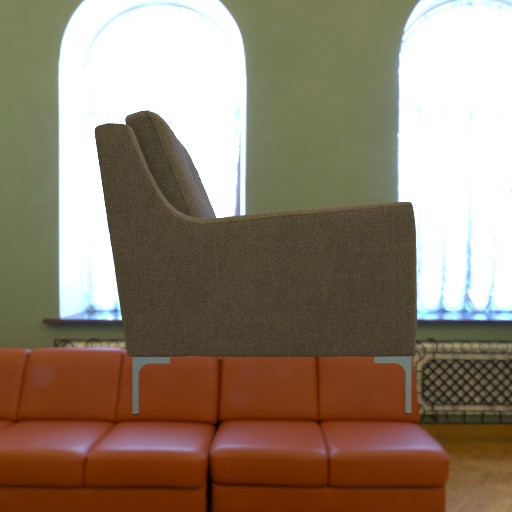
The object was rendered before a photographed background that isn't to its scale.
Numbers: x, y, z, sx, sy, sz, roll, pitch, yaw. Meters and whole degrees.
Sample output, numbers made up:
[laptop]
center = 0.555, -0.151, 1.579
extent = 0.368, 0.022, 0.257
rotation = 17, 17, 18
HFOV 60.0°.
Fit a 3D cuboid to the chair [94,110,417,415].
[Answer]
[chair]
center = 0.000, 0.000, 1.554
extent = 0.849, 0.828, 0.847
rotation = 0, 0, 0
